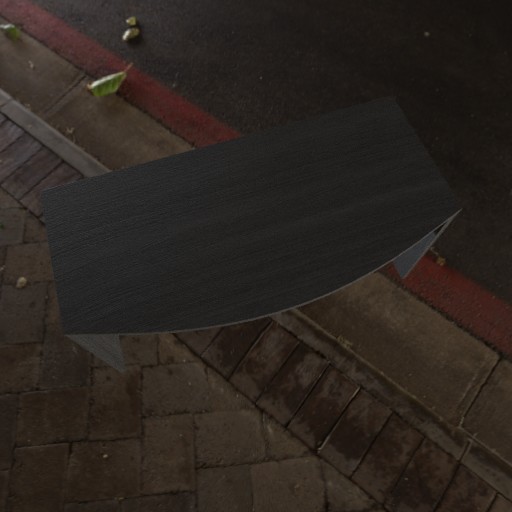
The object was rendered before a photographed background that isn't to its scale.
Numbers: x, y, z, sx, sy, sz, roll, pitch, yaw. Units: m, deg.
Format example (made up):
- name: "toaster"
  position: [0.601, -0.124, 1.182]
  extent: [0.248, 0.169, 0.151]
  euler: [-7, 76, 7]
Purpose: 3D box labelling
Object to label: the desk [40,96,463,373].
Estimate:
- name: "desk"
  position: [0.000, 0.000, 2.107]
  extent: [1.600, 0.750, 0.802]
  euler: [-17, 66, -8]
